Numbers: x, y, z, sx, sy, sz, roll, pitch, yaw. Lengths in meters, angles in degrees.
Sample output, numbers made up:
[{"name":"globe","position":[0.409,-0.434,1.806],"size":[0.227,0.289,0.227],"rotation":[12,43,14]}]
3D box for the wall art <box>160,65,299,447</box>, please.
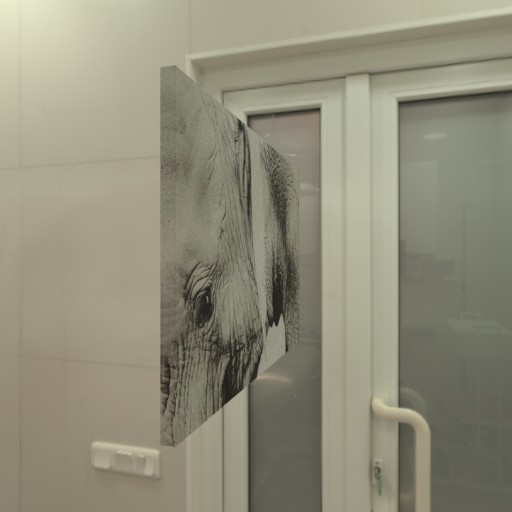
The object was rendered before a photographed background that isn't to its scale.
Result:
[{"name":"wall art","position":[0.000,0.000,1.426],"size":[0.035,0.758,1.141],"rotation":[0,0,18]}]
